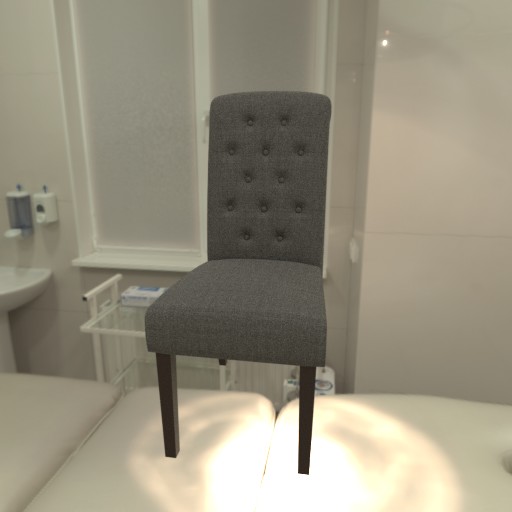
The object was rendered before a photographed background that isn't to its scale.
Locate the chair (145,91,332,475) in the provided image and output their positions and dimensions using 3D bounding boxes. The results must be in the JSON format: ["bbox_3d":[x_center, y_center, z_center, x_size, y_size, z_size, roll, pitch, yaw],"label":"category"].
[{"bbox_3d":[0.000,0.000,1.371,0.456,1.006,0.671,3,16,10],"label":"chair"}]
